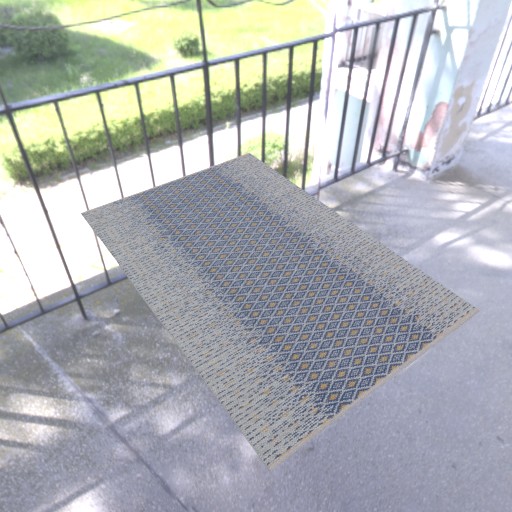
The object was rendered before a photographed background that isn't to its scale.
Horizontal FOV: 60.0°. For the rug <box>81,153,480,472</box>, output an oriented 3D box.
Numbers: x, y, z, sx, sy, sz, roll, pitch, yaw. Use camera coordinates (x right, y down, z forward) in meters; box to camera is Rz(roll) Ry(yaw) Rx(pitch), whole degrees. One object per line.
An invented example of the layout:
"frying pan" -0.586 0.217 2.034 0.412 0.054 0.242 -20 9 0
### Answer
"rug" 0.000 0.000 2.320 1.219 0.005 1.828 -26 48 -26
